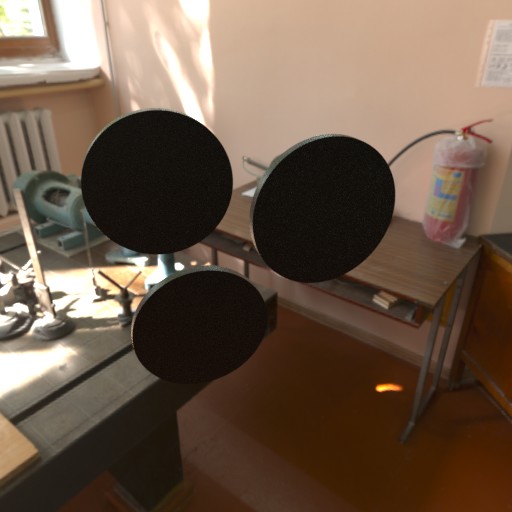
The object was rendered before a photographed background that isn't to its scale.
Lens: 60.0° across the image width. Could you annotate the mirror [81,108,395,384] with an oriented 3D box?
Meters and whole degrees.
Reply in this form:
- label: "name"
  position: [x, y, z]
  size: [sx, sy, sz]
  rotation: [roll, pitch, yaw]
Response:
- label: "mirror"
  position: [0.000, 0.000, 3.191]
  size: [2.160, 2.096, 0.076]
  rotation: [-8, 29, -16]
